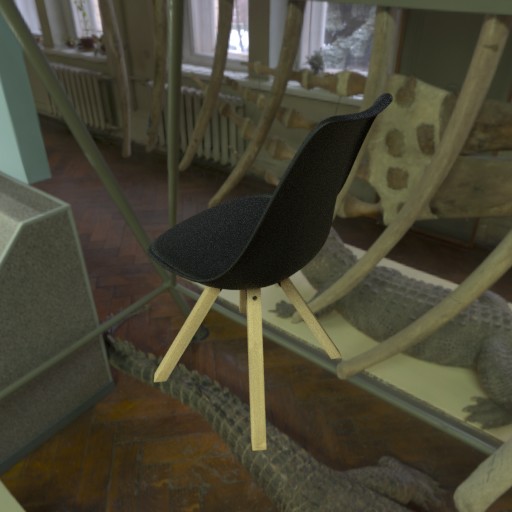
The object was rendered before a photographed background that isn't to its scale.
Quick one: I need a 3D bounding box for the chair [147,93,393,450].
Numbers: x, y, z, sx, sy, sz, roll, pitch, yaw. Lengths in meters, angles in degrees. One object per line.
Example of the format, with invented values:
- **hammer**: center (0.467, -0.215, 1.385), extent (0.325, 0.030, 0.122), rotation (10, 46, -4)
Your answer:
- **chair**: center (0.000, 0.000, 1.168), extent (0.549, 0.850, 0.485), rotation (22, 39, 31)
